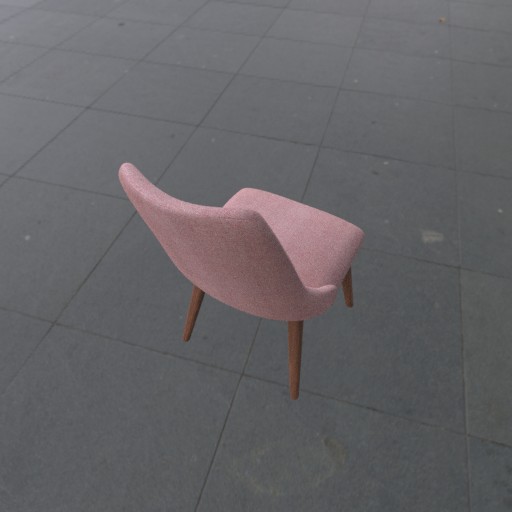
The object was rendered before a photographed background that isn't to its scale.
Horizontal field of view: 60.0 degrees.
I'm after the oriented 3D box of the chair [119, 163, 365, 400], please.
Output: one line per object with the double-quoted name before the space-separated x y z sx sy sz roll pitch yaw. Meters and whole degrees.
"chair" 0.000 0.000 1.356 0.535 0.918 0.707 24 51 21
